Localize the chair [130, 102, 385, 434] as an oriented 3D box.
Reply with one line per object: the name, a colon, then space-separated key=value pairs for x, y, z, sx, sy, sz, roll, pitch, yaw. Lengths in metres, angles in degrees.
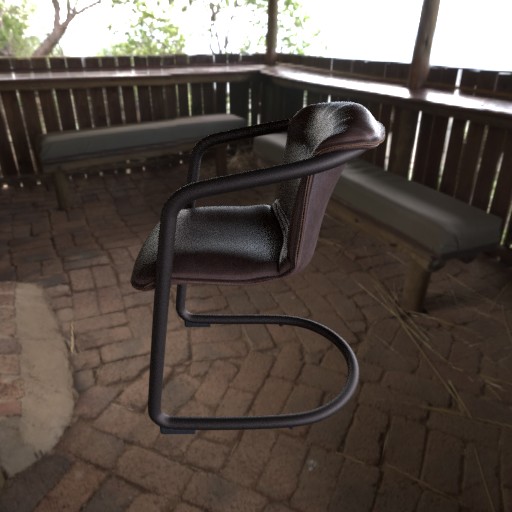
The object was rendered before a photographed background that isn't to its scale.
chair: x=0.000 y=0.000 z=1.276 sx=0.664 sy=0.836 sz=0.536 roll=0 pitch=27 yaw=0
